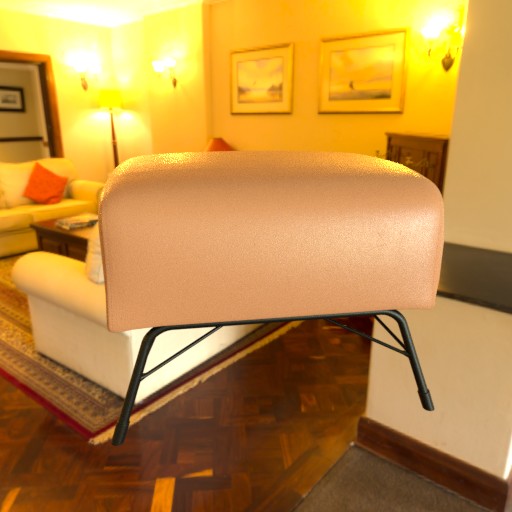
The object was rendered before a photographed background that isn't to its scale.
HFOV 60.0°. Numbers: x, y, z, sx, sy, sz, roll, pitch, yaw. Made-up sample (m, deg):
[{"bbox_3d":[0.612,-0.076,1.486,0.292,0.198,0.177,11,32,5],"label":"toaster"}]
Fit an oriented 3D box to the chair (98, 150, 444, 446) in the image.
[{"bbox_3d":[0.000,0.000,0.895,0.530,0.410,0.530,-3,17,-9],"label":"chair"}]
